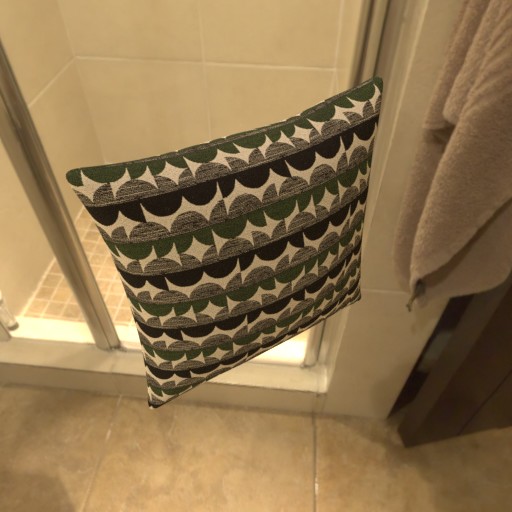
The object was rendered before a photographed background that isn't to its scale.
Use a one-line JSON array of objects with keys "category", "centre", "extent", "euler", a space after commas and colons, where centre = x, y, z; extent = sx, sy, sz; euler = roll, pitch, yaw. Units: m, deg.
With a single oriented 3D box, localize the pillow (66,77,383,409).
[{"category": "pillow", "centre": [0.000, 0.000, 0.632], "extent": [0.419, 0.404, 0.180], "euler": [-24, 51, -21]}]
